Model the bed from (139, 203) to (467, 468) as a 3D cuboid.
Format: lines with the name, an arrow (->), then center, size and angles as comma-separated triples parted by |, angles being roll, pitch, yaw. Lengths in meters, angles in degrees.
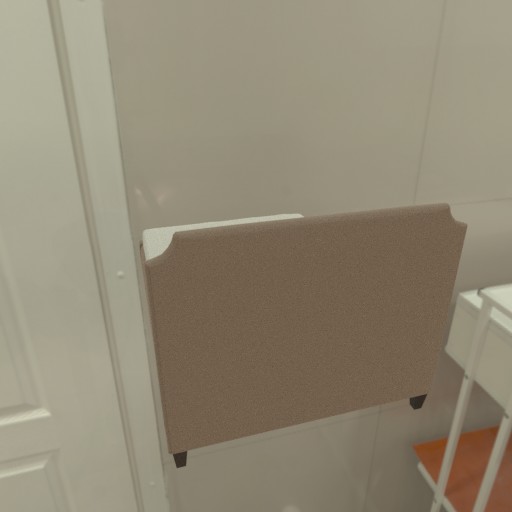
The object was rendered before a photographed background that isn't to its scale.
bed -> 0.000, 0.000, 3.415 | 1.713, 1.443, 2.372 | -7, 26, -15
